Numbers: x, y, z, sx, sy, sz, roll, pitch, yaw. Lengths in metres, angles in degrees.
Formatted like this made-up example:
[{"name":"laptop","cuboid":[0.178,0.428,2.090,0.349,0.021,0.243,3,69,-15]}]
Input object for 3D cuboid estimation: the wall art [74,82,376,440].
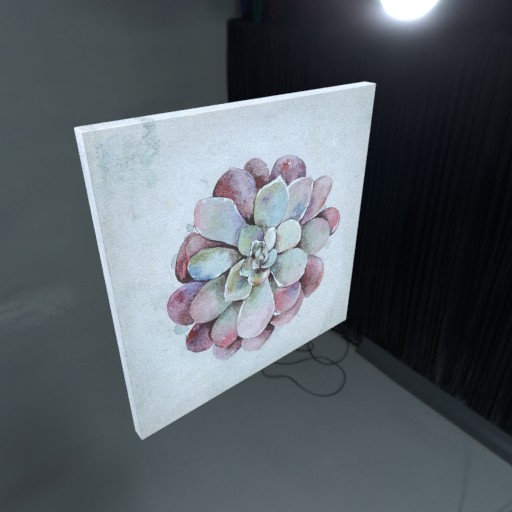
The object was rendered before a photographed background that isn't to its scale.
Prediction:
[{"name":"wall art","cuboid":[0.000,0.000,1.131,0.762,0.762,0.041,-22,37,-33]}]
